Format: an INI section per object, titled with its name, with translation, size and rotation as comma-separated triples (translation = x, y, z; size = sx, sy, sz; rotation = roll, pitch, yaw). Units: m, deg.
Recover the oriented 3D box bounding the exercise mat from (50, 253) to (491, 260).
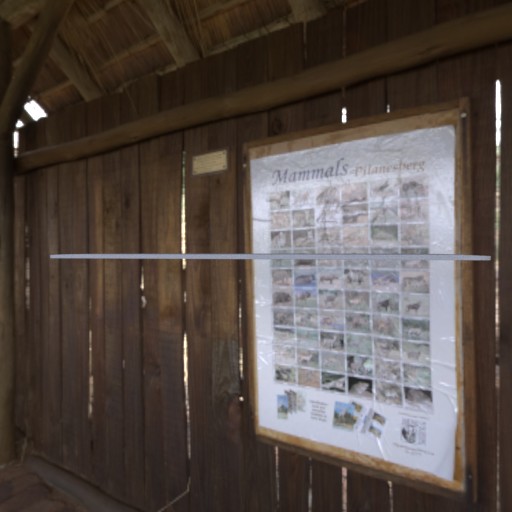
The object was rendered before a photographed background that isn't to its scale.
[exercise mat]
translation = 0.000, 0.000, 2.062
size = 1.884, 0.021, 0.616
rotation = 0, 0, 18
